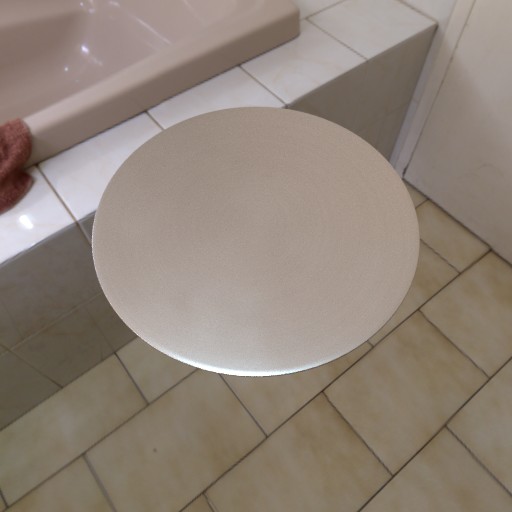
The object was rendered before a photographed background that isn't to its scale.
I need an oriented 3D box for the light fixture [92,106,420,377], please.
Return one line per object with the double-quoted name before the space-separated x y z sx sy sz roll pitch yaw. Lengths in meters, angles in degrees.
"light fixture" 0.000 0.000 0.442 0.280 0.135 0.280 0 59 0
